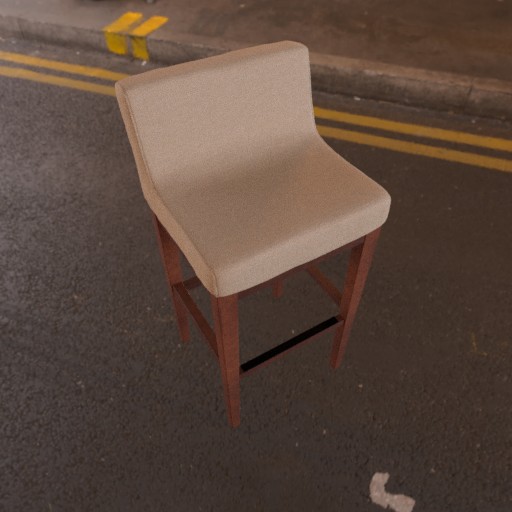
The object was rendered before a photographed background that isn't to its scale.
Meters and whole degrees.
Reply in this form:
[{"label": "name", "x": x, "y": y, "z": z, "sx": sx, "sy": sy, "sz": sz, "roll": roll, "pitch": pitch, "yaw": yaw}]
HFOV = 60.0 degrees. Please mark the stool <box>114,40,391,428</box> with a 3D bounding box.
[{"label": "stool", "x": 0.000, "y": 0.000, "z": 1.336, "sx": 0.511, "sy": 1.037, "sz": 0.500, "roll": -23, "pitch": 50, "yaw": -21}]
